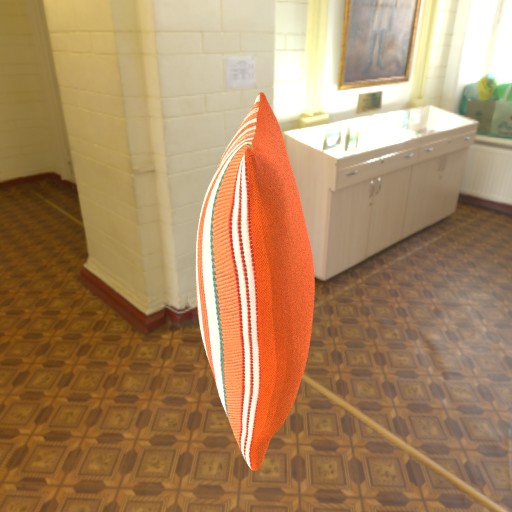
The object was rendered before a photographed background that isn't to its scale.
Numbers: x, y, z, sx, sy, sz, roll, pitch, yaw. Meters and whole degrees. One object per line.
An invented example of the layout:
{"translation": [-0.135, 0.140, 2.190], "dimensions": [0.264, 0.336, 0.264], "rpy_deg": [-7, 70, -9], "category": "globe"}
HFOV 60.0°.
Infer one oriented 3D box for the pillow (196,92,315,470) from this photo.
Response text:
{"translation": [0.000, 0.000, 0.691], "dimensions": [0.182, 0.441, 0.440], "rpy_deg": [1, 26, 2], "category": "pillow"}
